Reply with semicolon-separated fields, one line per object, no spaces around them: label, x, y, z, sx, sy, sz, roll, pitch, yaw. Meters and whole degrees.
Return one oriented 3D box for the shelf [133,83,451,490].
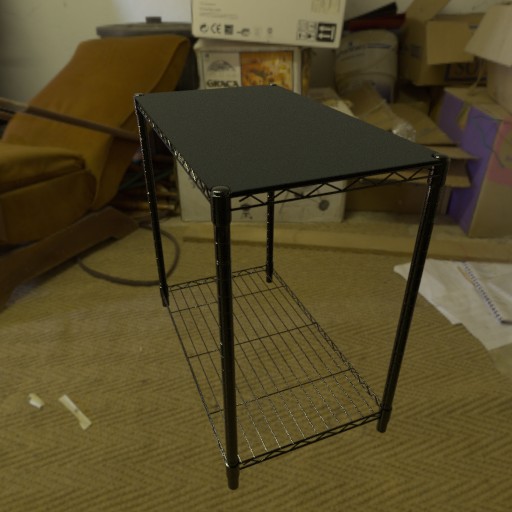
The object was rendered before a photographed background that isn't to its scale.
shelf;0.000;0.000;0.918;0.338;0.564;0.589;-12;33;-19
